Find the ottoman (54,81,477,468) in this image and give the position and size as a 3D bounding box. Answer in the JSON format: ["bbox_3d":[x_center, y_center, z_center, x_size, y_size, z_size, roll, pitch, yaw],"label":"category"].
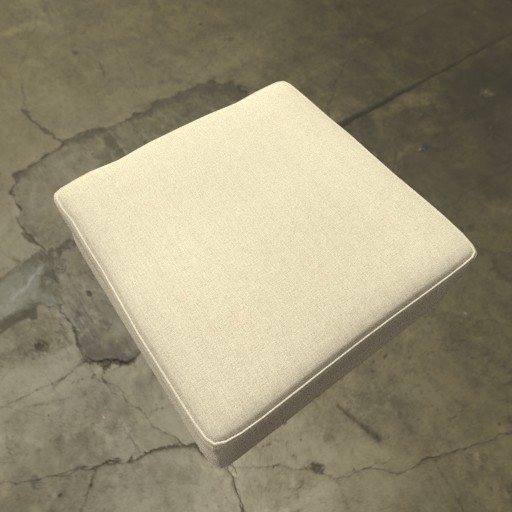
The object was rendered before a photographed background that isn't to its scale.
[{"bbox_3d":[0.000,0.000,1.320,0.838,0.478,0.838,-32,64,-17],"label":"ottoman"}]
